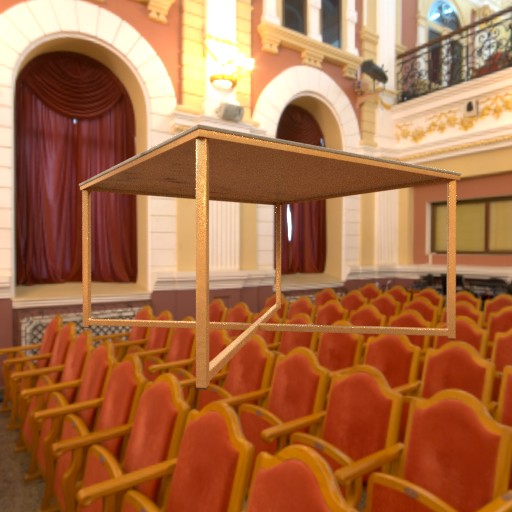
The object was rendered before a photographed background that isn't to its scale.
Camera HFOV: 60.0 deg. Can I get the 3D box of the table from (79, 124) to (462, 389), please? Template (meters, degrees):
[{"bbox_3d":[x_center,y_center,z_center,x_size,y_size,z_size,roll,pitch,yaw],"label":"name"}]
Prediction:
[{"bbox_3d":[0.000,0.000,1.298,0.800,0.450,0.800,0,1,-35],"label":"table"}]
